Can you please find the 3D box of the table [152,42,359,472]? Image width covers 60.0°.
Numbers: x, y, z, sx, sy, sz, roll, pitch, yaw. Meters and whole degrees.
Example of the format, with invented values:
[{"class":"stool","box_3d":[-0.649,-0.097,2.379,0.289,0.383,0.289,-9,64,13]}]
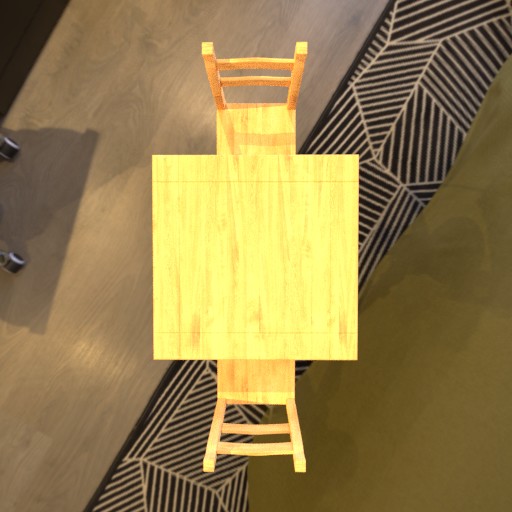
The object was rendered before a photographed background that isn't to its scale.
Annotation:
[{"class":"table","box_3d":[0.000,0.000,2.018,0.813,0.942,1.501,0,92,1]}]
